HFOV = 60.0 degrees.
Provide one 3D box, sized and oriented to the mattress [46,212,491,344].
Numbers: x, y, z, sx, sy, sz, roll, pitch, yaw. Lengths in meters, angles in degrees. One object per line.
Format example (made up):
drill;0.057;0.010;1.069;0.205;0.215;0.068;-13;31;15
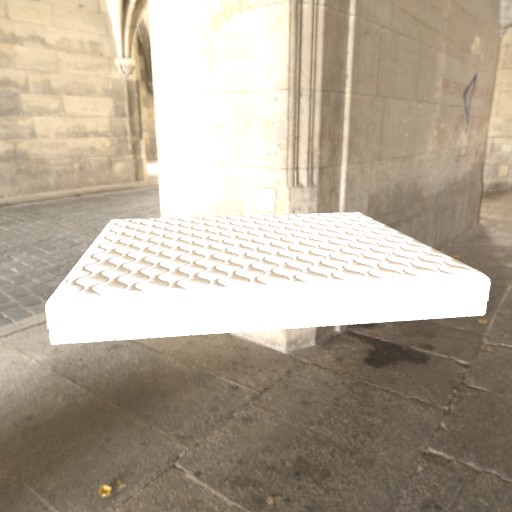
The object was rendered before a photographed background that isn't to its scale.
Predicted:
mattress;0.000;0.000;2.619;1.900;0.200;1.600;-2;16;-8
